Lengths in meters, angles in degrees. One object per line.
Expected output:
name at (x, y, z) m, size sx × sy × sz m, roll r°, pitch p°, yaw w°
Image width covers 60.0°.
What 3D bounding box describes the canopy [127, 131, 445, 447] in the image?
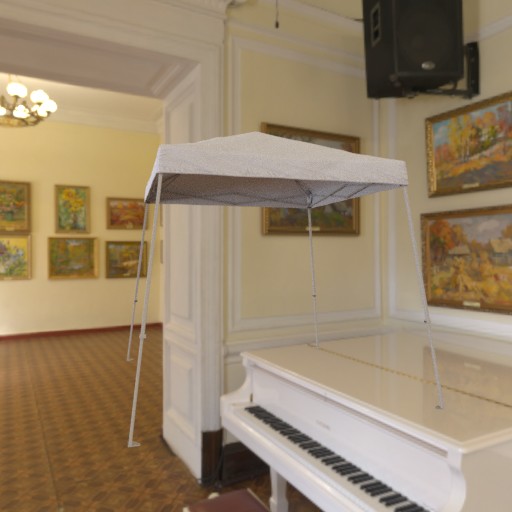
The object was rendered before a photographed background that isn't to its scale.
canopy at (0.000, 0.000, 6.434) m, size 3.599 × 3.600 × 3.600 m, roll 0°, pitch 0°, yaw -16°
